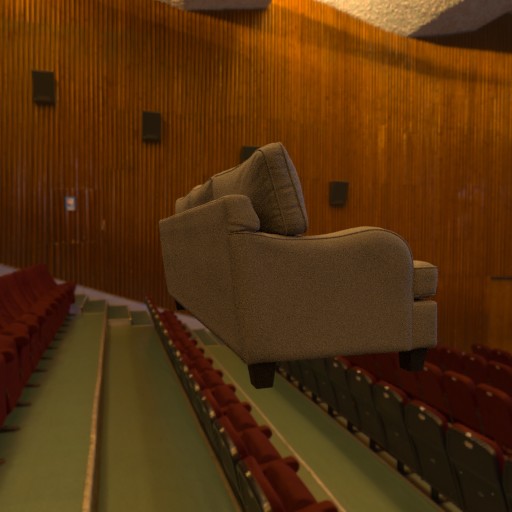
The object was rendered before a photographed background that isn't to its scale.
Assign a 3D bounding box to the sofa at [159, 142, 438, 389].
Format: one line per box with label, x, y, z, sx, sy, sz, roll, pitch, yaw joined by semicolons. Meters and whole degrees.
sofa;0.000;0.000;2.916;1.016;0.991;2.323;-1;2;-18
